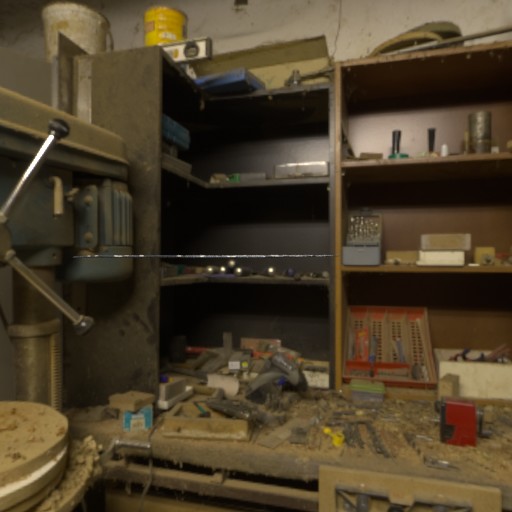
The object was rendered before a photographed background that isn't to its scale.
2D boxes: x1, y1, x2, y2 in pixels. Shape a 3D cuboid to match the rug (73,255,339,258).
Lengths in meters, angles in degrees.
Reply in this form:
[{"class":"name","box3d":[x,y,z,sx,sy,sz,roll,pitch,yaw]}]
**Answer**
[{"class":"rug","box3d":[0.000,0.000,2.830,0.807,0.010,2.476,0,0,17]}]
